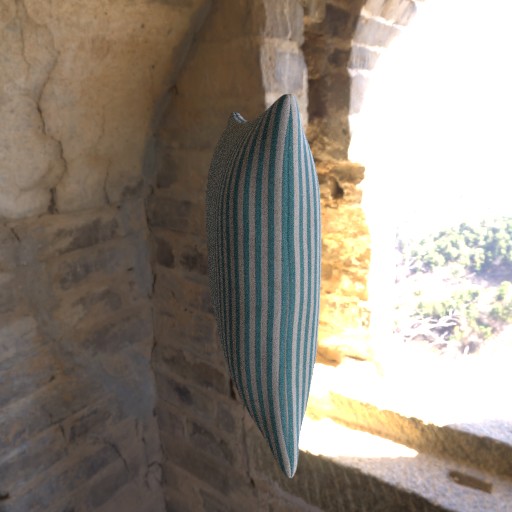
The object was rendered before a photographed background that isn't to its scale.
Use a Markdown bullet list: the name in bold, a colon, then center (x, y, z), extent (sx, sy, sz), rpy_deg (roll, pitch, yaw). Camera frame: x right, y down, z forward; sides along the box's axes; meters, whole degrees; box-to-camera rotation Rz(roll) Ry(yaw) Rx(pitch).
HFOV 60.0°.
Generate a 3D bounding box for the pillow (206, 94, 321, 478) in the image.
- **pillow**: center (0.000, 0.000, 0.793), extent (0.166, 0.510, 0.523), rpy_deg (-3, 16, -9)
